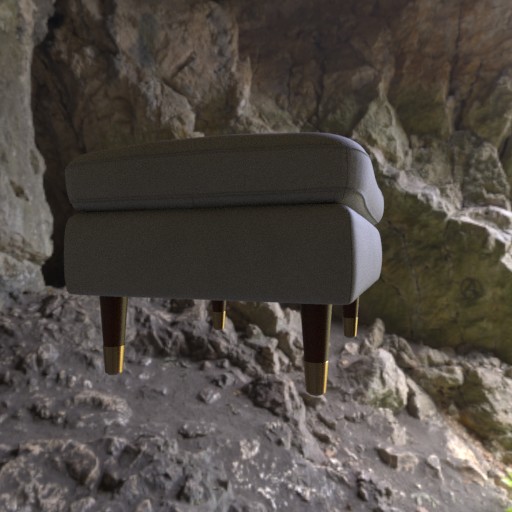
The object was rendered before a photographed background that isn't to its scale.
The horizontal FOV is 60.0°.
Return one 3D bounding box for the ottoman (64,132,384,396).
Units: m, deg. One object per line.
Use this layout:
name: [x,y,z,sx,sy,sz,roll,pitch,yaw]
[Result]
ottoman: [0.000,0.000,1.106,0.593,0.478,0.747,0,0,18]
